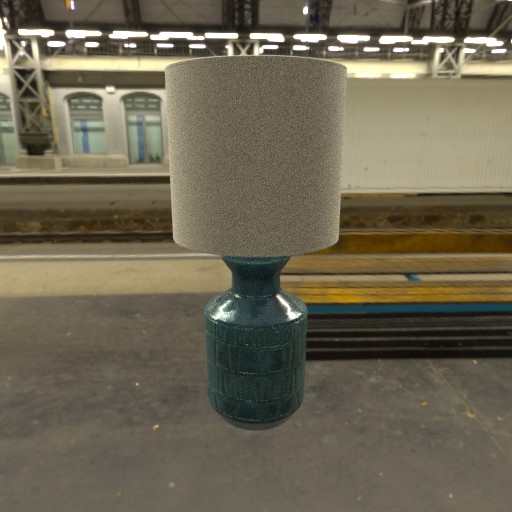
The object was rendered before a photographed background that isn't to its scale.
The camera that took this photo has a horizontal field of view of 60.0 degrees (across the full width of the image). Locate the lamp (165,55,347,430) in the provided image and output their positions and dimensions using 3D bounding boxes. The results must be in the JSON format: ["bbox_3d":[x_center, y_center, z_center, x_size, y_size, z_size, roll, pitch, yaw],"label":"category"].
[{"bbox_3d":[0.000,0.000,0.583,0.211,0.455,0.211,-7,17,-25],"label":"lamp"}]
